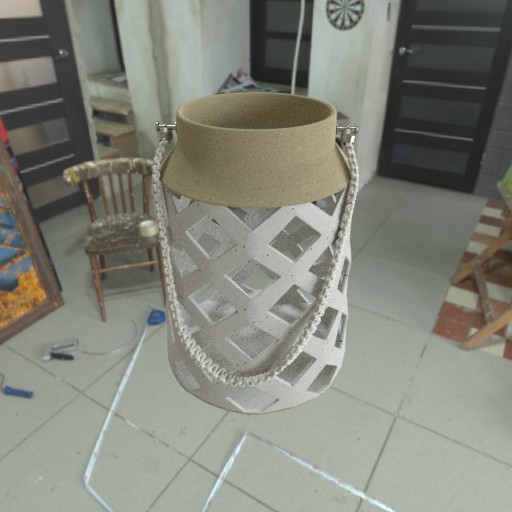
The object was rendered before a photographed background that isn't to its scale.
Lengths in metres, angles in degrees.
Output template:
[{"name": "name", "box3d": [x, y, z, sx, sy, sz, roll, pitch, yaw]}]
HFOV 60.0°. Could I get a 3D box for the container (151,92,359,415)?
[{"name": "container", "box3d": [0.000, 0.000, 0.356, 0.163, 0.229, 0.172, 1, 31, 2]}]
